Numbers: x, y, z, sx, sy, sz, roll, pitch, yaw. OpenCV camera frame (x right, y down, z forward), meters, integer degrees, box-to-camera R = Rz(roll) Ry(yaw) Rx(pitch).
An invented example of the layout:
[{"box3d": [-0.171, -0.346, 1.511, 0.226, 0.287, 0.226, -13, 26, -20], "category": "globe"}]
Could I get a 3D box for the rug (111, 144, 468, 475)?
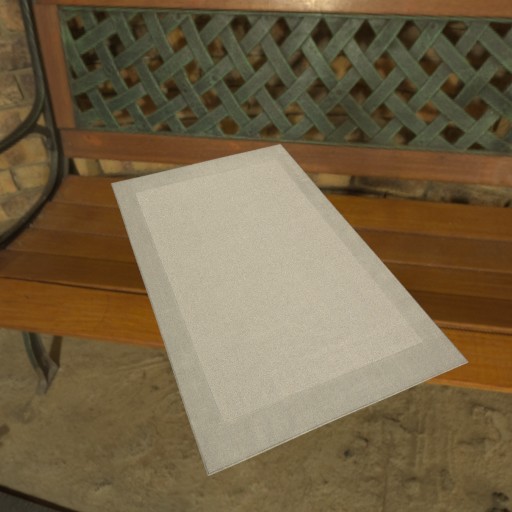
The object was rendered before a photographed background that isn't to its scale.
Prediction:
[{"box3d": [0.000, 0.000, 3.034, 1.524, 0.014, 2.438, -17, 48, -16], "category": "rug"}]
